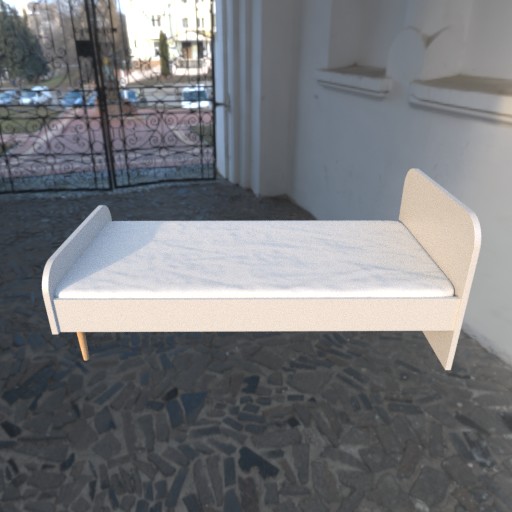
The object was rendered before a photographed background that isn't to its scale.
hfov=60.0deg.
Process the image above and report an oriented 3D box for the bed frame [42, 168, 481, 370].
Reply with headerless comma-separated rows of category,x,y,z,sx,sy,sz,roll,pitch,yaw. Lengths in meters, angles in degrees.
bed frame,0.000,0.000,2.507,1.963,0.805,0.998,0,26,0
